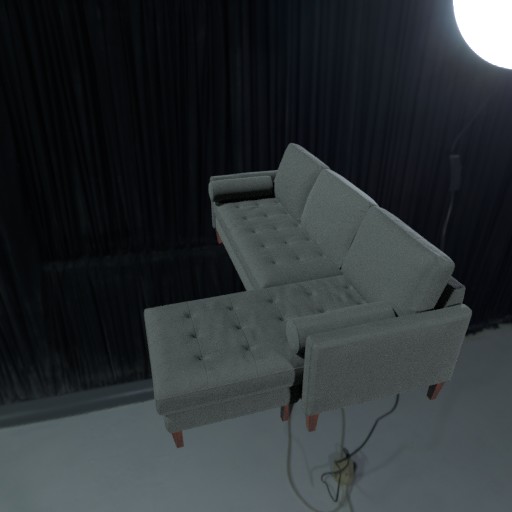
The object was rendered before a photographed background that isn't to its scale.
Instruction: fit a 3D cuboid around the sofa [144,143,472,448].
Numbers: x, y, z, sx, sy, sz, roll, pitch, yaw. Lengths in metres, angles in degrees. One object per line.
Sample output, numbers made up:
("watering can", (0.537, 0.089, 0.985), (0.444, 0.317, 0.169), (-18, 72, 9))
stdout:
("sofa", (0.000, 0.000, 2.889), (1.506, 0.876, 2.178), (-9, 31, -14))
